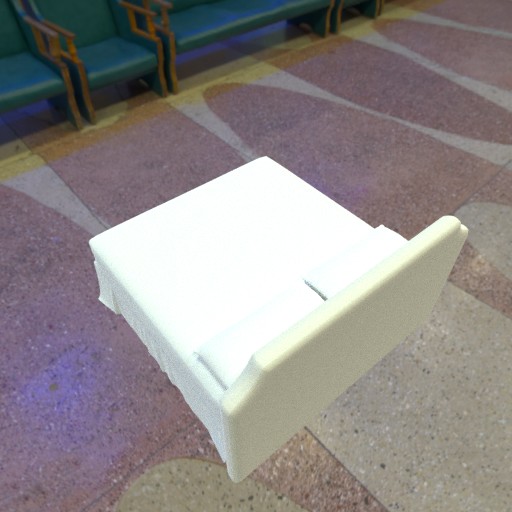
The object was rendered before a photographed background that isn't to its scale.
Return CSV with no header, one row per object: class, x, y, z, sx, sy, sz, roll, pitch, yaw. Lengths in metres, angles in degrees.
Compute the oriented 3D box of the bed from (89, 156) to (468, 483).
bed,0.000,0.000,3.566,2.160,1.301,2.204,-31,54,-26
